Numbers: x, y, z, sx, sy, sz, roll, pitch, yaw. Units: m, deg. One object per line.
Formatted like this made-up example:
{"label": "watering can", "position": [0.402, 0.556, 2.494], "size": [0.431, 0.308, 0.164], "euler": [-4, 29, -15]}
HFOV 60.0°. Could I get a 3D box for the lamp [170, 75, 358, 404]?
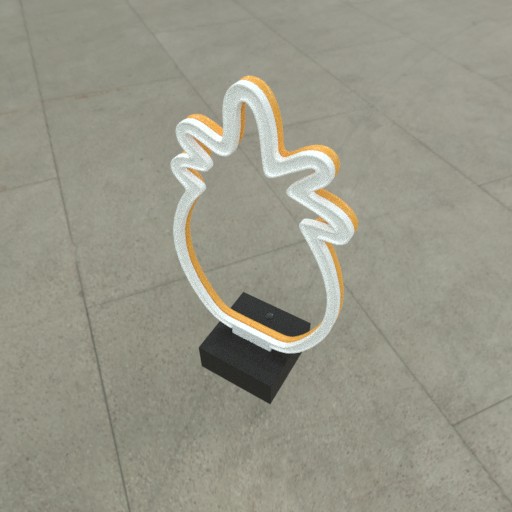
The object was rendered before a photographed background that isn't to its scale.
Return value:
{"label": "lamp", "position": [0.000, 0.000, 0.389], "size": [0.167, 0.317, 0.088], "euler": [23, 50, 21]}
